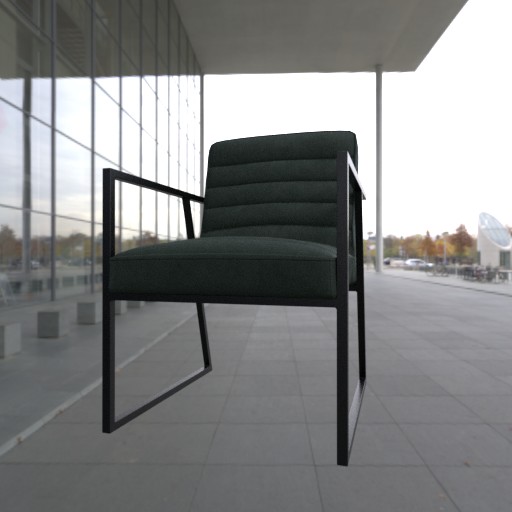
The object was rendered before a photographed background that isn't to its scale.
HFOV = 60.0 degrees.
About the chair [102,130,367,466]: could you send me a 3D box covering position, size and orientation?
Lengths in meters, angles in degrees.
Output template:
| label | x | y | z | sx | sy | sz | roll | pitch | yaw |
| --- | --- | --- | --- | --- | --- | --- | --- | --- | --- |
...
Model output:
| label | x | y | z | sx | sy | sz | roll | pitch | yaw |
| --- | --- | --- | --- | --- | --- | --- | --- | --- | --- |
| chair | 0.000 | 0.000 | 1.250 | 0.571 | 0.833 | 0.677 | 0 | 0 | 18 |
